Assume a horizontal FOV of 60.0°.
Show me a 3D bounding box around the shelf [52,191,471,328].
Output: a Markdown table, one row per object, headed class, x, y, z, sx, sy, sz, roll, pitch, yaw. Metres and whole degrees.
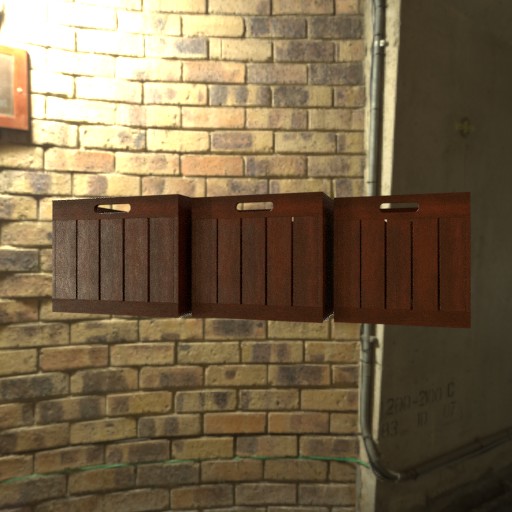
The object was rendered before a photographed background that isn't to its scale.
| class | x | y | z | sx | sy | sz | roll | pitch | yaw |
| --- | --- | --- | --- | --- | --- | --- | --- | --- | --- |
| shelf | 0.000 | 0.000 | 1.252 | 1.064 | 0.311 | 0.393 | 0 | 0 | 18 |
